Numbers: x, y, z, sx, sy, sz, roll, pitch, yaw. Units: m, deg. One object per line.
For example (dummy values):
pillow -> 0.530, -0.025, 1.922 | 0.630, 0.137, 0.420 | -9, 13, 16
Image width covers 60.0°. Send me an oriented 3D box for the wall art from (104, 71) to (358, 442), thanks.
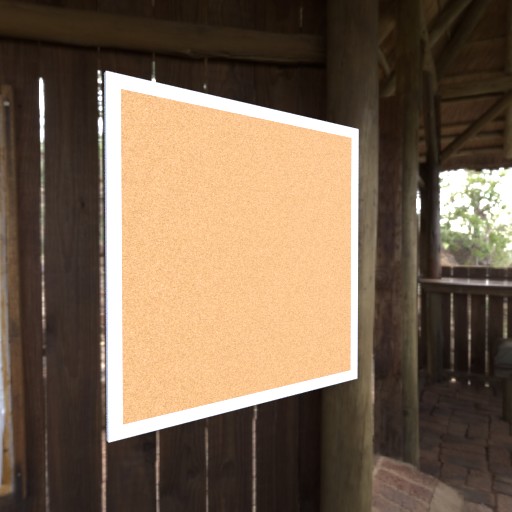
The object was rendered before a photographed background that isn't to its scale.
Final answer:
wall art -> 0.000, 0.000, 0.833 | 0.558, 0.559, 0.009 | -1, 1, -36
